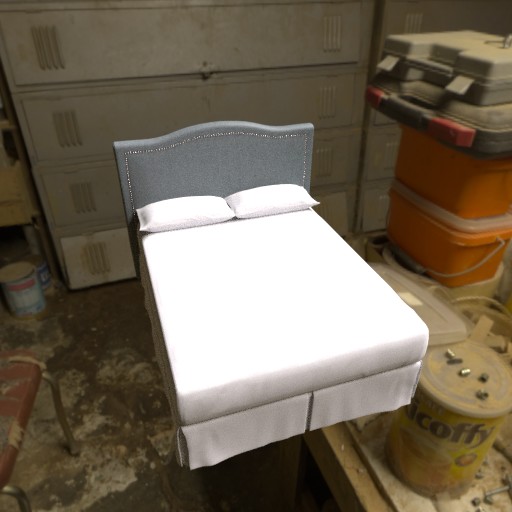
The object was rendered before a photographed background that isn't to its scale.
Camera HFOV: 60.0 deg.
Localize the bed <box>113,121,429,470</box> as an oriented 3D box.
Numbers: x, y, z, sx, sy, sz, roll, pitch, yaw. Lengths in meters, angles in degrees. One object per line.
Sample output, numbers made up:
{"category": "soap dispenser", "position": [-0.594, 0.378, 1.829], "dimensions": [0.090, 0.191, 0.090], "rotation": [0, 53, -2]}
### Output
{"category": "bed", "position": [0.000, 0.000, 3.307], "dimensions": [1.753, 1.460, 2.143], "rotation": [-10, 34, -16]}
